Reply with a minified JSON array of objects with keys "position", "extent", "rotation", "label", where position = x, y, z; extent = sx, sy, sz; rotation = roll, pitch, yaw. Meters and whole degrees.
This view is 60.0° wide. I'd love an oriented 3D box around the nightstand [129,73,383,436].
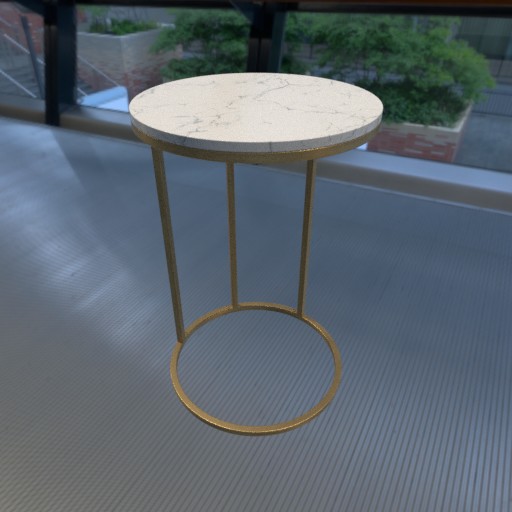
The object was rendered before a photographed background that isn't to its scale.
[{"position":[0.000,0.000,0.886],"extent":[0.400,0.610,0.400],"rotation":[-10,35,-14],"label":"nightstand"}]
